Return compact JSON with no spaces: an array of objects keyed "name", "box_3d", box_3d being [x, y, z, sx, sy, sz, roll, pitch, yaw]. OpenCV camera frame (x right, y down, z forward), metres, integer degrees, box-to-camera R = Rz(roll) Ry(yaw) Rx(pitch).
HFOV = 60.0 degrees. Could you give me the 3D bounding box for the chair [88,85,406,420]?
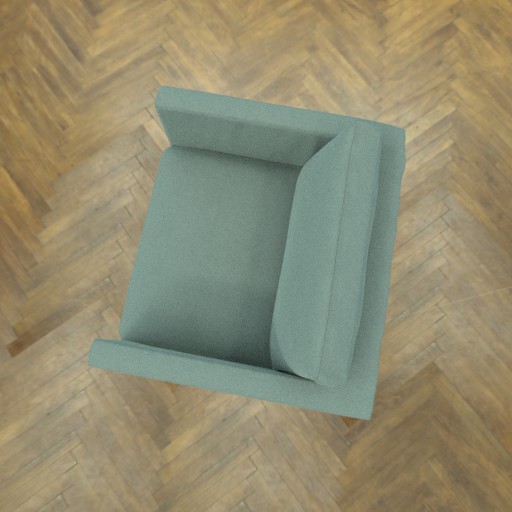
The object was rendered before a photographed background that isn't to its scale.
[{"name":"chair","box_3d":[0.000,0.000,1.759,0.949,0.863,1.057,10,78,2]}]
